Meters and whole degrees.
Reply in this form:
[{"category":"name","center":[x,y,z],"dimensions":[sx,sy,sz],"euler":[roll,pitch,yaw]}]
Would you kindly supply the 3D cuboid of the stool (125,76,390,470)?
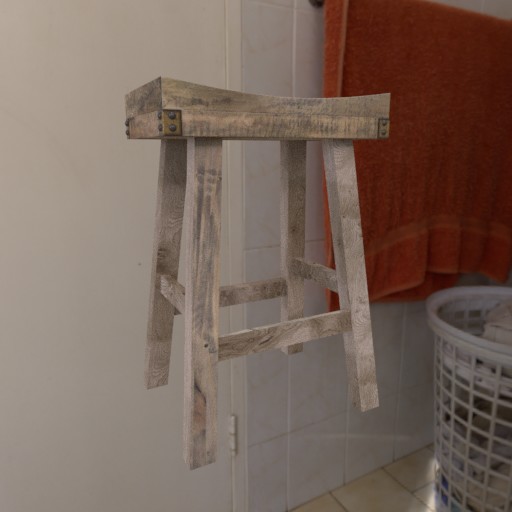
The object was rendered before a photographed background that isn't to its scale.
[{"category":"stool","center":[0.000,0.000,0.918],"dimensions":[0.450,0.635,0.330],"euler":[-7,15,-27]}]
